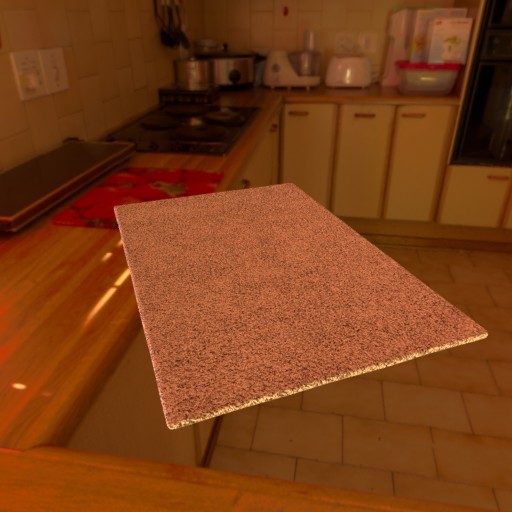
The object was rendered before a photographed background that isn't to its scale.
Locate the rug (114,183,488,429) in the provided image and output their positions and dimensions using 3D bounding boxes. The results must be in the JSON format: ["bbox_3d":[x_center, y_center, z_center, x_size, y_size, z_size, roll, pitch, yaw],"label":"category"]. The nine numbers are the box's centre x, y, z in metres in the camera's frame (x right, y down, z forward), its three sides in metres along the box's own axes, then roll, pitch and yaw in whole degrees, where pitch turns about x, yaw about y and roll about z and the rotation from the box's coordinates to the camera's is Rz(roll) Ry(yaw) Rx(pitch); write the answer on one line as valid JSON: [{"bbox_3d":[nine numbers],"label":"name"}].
[{"bbox_3d":[0.000,0.000,2.214,1.219,0.030,1.778,-10,31,-18],"label":"rug"}]
